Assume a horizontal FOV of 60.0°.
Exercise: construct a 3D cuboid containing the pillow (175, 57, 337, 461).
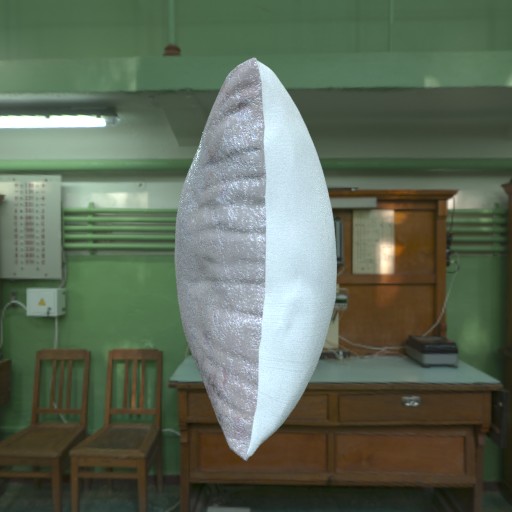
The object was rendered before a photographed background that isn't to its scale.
[{"bbox_3d":[0.000,0.000,0.707,0.245,0.448,0.450,0,1,0],"label":"pillow"}]
